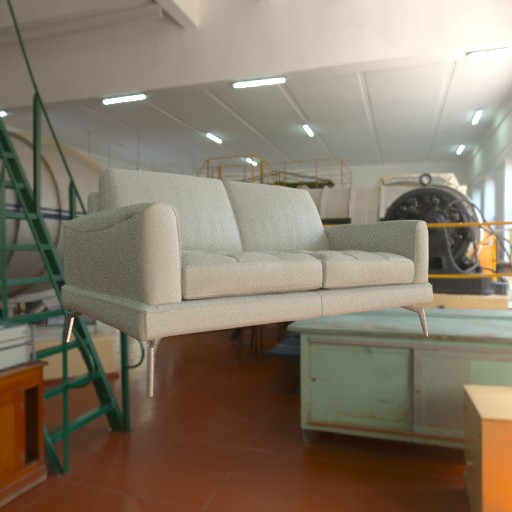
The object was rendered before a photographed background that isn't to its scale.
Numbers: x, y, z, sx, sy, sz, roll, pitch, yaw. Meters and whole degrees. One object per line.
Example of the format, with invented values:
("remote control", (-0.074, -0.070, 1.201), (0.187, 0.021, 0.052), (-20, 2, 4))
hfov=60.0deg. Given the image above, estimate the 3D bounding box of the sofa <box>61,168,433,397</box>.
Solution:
("sofa", (0.000, 0.000, 2.458), (1.819, 0.930, 1.121), (-1, 1, -37))
